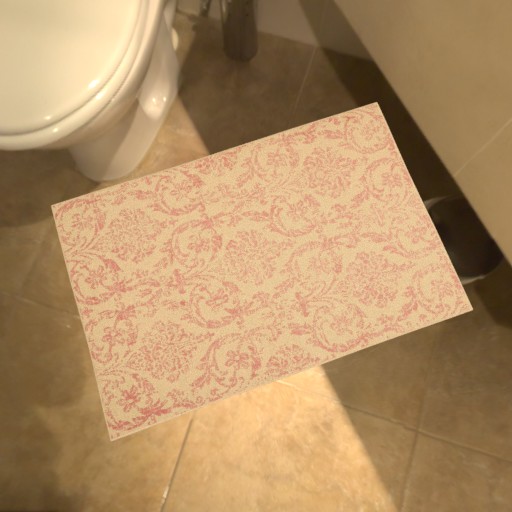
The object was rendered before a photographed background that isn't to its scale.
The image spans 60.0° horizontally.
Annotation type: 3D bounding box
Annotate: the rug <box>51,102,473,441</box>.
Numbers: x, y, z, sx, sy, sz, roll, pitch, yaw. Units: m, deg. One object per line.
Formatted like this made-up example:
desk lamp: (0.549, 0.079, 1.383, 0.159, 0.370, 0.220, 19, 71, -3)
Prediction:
rug: (0.000, 0.000, 3.351, 2.746, 0.018, 1.819, -19, 77, -4)
